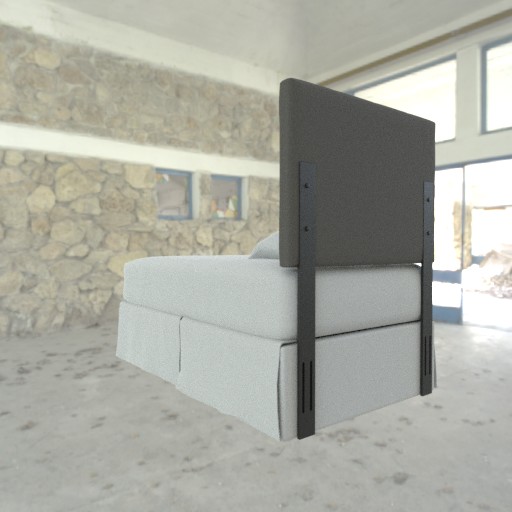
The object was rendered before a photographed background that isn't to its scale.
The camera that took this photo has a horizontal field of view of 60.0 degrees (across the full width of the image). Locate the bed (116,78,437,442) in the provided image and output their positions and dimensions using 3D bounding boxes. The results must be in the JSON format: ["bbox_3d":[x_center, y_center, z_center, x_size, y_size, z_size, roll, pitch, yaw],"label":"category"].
[{"bbox_3d":[0.000,0.000,3.011,1.261,1.571,1.997,-1,1,-37],"label":"bed"}]
